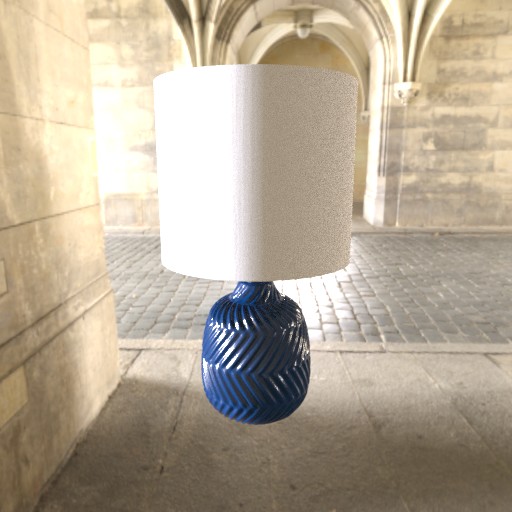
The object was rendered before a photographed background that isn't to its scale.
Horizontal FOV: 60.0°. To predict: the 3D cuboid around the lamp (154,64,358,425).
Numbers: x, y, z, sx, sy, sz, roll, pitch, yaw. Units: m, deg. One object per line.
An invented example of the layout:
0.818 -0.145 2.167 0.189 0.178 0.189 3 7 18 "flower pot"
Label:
0.000 0.000 0.489 0.203 0.368 0.203 12 17 43 "lamp"
